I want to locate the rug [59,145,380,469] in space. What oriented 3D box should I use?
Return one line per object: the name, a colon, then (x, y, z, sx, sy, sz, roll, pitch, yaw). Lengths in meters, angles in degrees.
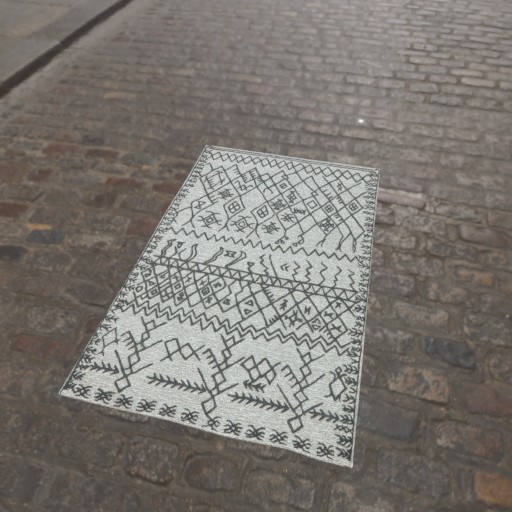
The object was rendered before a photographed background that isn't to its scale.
rug: (0.000, 0.000, 4.706, 2.393, 0.019, 3.824, 10, 47, 10)
